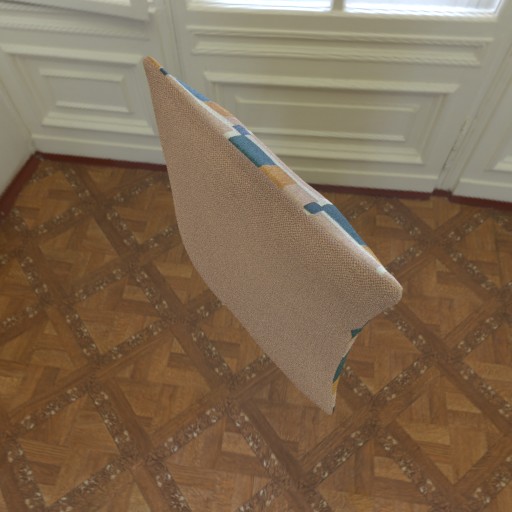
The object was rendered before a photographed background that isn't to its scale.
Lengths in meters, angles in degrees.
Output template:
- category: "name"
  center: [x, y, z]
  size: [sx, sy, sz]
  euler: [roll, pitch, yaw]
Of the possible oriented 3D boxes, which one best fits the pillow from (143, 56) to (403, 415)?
- category: "pillow"
  center: [0.000, 0.000, 0.721]
  size: [0.158, 0.479, 0.478]
  euler: [-33, 63, -19]
